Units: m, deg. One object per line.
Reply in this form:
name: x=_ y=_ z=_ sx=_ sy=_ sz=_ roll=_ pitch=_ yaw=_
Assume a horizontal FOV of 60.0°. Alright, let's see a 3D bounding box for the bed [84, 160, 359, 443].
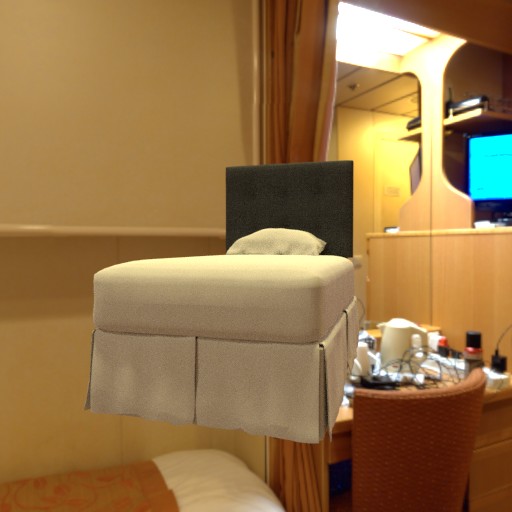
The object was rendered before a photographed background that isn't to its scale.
bed: x=0.000 y=0.000 z=2.980 sx=1.261 sy=1.571 sz=1.997 roll=0 pitch=1 yaw=17
